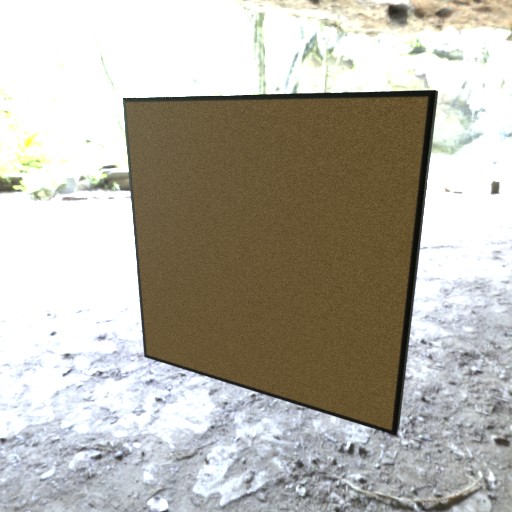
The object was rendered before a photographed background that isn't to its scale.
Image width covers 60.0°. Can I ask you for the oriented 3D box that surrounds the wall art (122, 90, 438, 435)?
[{"bbox_3d":[0.000,0.000,0.746,0.513,0.511,0.028,9,20,26],"label":"wall art"}]
